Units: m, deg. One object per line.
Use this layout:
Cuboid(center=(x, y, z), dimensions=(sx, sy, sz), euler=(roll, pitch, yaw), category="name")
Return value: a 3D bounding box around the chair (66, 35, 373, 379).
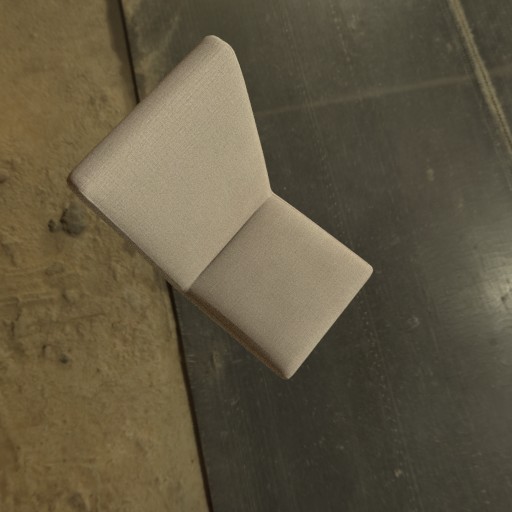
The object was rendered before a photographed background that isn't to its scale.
Cuboid(center=(0.000, 0.000, 1.322), dimensions=(0.611, 1.033, 0.450), euler=(39, 79, 9), category="chair")
